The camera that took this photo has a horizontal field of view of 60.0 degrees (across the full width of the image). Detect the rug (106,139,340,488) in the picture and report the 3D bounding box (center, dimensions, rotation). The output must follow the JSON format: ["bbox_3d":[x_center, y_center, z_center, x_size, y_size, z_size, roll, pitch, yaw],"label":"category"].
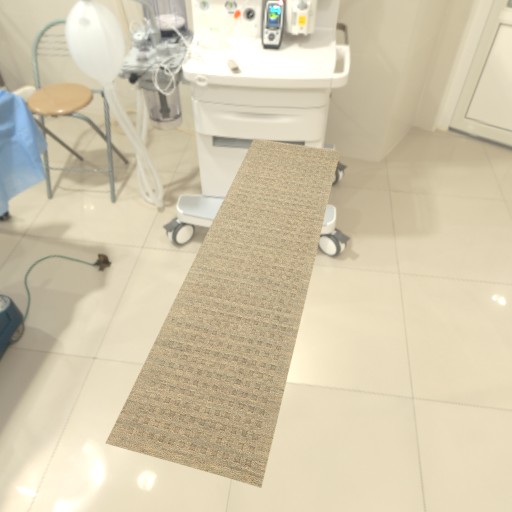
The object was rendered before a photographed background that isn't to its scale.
[{"bbox_3d":[0.000,0.000,2.632,0.688,0.005,2.437,11,48,10],"label":"rug"}]
